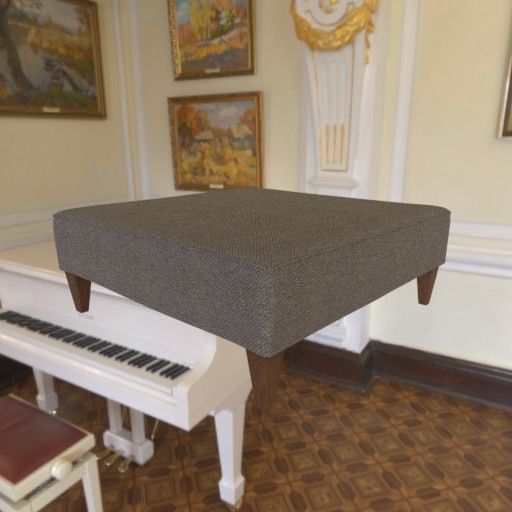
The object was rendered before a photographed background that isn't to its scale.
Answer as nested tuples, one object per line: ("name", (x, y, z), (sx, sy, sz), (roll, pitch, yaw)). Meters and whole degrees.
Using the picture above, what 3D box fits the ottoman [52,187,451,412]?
("ottoman", (0.000, 0.000, 1.539), (0.970, 0.378, 0.981), (13, 20, 41))
